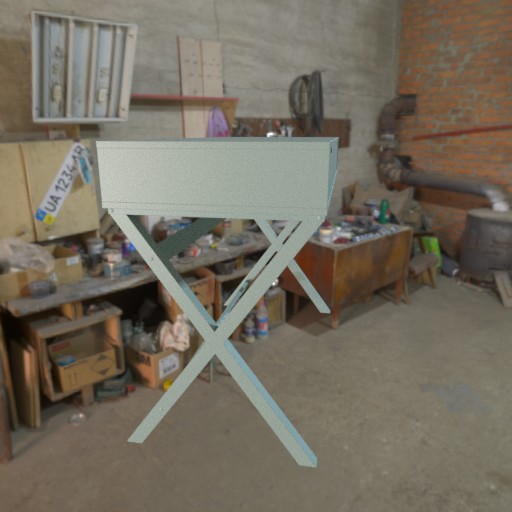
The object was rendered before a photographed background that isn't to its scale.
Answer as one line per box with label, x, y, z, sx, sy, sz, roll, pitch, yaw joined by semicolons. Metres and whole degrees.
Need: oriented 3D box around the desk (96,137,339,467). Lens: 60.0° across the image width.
desk;0.000;0.000;1.523;0.509;0.780;1.059;3;16;11
